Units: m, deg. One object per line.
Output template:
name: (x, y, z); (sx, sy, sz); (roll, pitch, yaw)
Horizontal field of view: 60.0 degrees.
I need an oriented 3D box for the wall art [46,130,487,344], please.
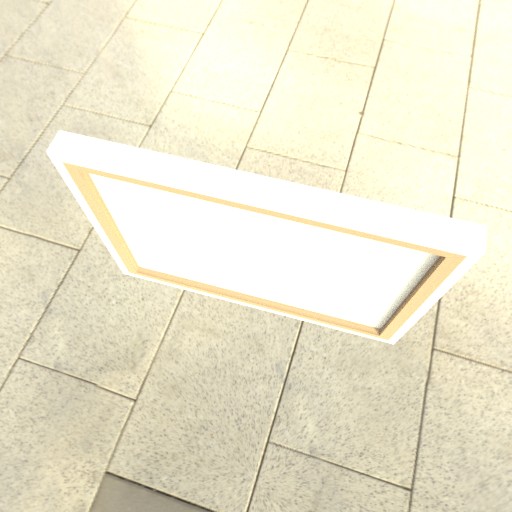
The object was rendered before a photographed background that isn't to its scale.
wall art: (0.000, 0.000, 0.786); (0.608, 0.414, 0.042); (14, 64, 7)
